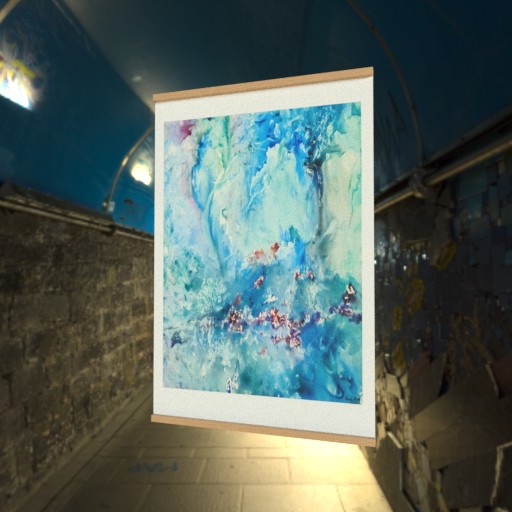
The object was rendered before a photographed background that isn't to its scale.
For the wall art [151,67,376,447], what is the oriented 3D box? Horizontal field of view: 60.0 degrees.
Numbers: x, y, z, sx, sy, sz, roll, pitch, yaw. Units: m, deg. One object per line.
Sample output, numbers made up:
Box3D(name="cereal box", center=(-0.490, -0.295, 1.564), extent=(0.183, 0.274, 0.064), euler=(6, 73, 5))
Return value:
Box3D(name="wall art", center=(0.000, 0.000, 1.299), extent=(0.669, 1.020, 0.027), euler=(0, -1, 17))
